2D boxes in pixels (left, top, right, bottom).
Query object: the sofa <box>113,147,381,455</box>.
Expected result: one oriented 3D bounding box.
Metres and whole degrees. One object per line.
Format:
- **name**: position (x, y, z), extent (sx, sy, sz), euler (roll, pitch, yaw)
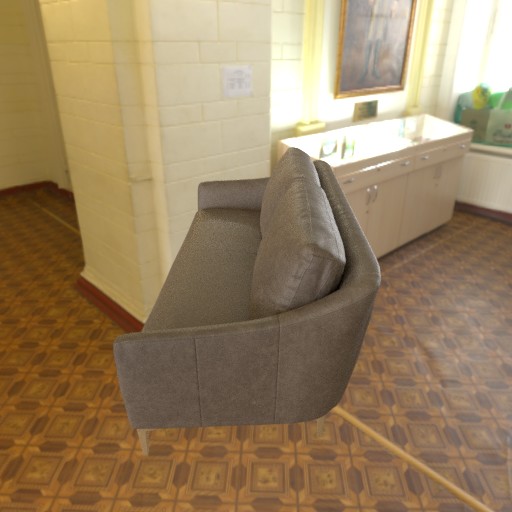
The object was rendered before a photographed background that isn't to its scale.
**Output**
- **sofa**: position (0.000, 0.000, 2.479), extent (0.960, 0.902, 2.036), euler (1, 25, 2)
